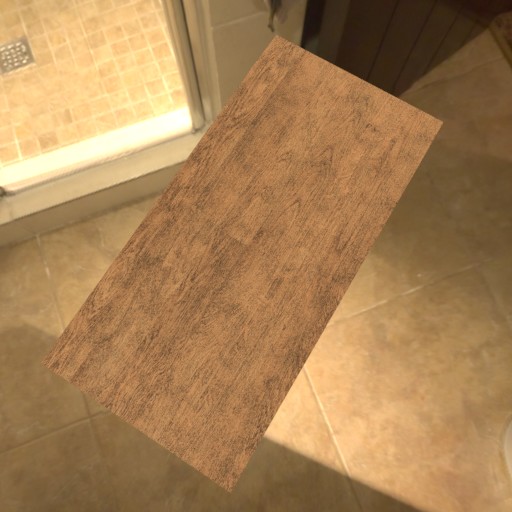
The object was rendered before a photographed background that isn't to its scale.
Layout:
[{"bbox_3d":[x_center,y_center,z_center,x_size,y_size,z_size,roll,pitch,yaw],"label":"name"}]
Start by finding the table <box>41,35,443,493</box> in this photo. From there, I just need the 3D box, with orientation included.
[{"bbox_3d":[0.000,0.000,2.262,0.893,0.767,1.805,31,78,7],"label":"table"}]
